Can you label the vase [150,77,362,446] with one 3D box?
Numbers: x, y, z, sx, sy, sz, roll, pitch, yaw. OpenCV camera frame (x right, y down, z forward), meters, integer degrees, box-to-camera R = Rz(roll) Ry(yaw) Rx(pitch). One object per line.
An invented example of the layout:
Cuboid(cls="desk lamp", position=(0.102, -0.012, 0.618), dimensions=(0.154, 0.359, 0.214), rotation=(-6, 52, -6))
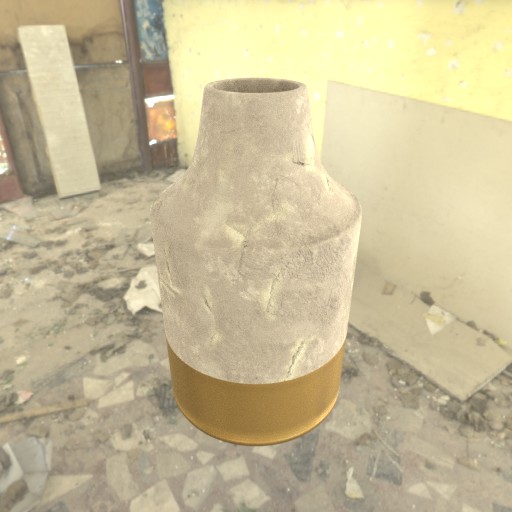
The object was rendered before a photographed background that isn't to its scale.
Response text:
Cuboid(cls="vase", position=(0.000, 0.000, 0.418), dimensions=(0.184, 0.305, 0.184), rotation=(0, 30, 0))
